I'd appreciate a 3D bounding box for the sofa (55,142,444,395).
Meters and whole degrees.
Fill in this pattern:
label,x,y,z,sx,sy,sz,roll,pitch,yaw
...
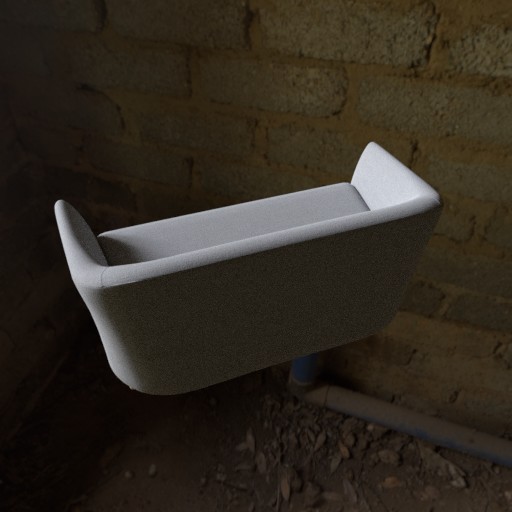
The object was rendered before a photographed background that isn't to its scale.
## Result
label,x,y,z,sx,sy,sz,roll,pitch,yaw
sofa,0.000,0.000,1.840,1.452,0.721,0.705,-14,44,-14
